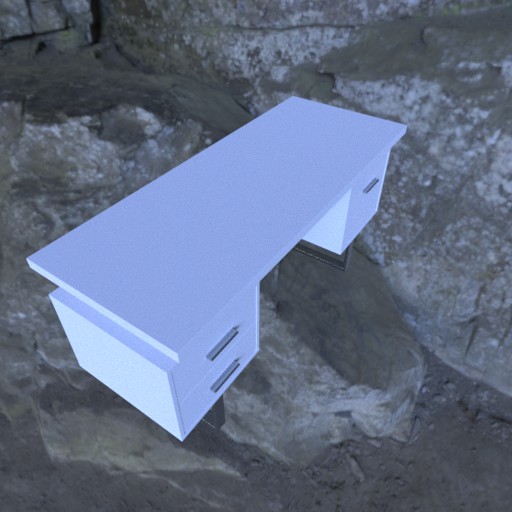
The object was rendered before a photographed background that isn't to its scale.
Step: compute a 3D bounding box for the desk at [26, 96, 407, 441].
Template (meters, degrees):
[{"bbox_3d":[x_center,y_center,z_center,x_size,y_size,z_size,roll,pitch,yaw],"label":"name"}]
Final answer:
[{"bbox_3d":[0.000,0.000,1.912,0.603,0.773,1.530,25,47,25],"label":"desk"}]
